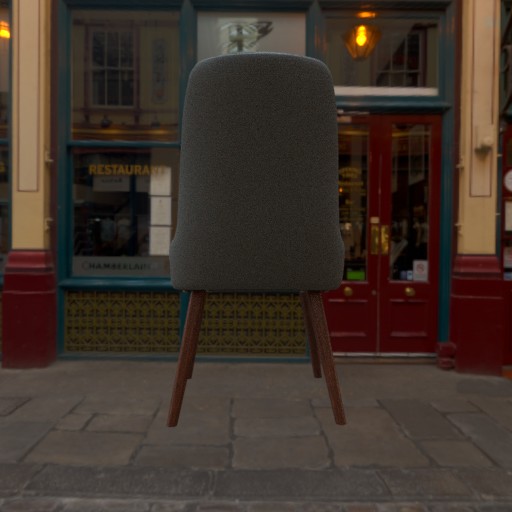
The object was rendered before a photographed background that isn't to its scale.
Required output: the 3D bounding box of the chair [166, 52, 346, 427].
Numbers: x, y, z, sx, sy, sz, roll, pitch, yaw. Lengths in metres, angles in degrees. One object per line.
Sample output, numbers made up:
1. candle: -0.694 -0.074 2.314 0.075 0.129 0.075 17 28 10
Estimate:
1. chair: 0.000 0.000 1.340 0.535 0.918 0.707 0 0 -1
